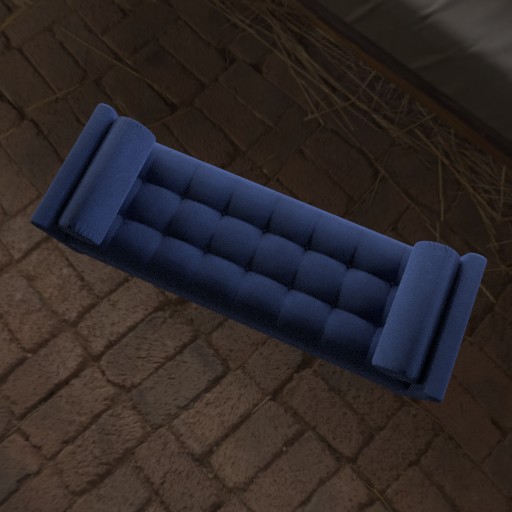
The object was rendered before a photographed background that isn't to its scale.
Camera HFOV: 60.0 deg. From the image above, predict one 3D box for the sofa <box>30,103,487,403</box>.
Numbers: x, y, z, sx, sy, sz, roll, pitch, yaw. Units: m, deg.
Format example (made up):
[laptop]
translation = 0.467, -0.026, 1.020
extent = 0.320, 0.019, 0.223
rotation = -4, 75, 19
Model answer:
[sofa]
translation = 0.000, 0.000, 2.294
extent = 1.981, 0.635, 0.686
rotation = 23, 77, 6
